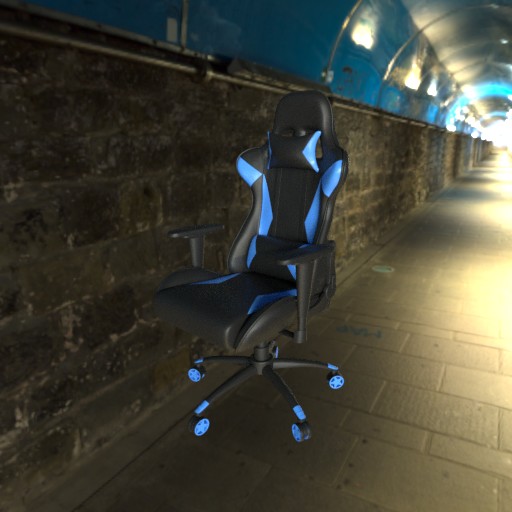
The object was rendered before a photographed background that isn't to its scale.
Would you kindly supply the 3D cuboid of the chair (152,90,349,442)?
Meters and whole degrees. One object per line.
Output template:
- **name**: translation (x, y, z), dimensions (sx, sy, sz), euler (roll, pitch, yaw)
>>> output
- **chair**: translation (0.000, 0.000, 1.769), dimensions (0.695, 1.282, 0.730), euler (14, 20, 42)
